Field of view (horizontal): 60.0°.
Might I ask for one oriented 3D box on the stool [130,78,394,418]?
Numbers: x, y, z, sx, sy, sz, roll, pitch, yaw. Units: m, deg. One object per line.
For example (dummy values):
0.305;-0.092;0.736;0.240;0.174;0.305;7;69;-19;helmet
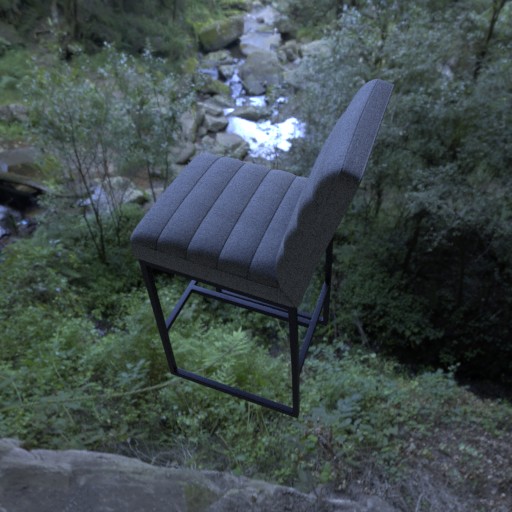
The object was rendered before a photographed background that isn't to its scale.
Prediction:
0.000;0.000;1.376;0.571;1.034;0.459;15;47;14;stool
